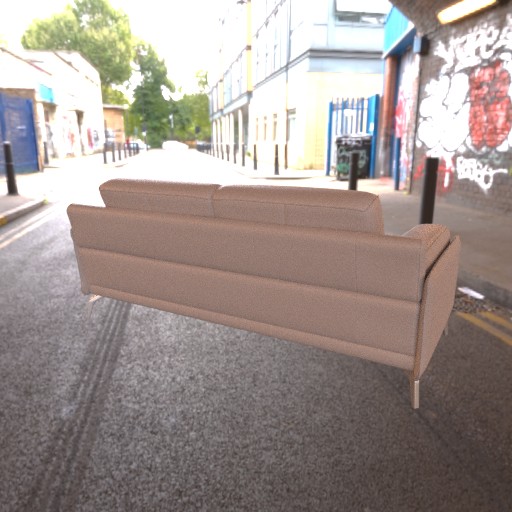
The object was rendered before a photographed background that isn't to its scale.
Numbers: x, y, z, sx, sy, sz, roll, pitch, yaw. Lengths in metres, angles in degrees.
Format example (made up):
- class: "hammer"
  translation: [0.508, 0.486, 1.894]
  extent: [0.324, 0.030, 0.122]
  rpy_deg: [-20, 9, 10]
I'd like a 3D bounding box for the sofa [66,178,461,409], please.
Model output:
- class: "sofa"
  translation: [0.000, 0.000, 2.584]
  extent: [2.101, 0.930, 1.049]
  rpy_deg: [8, 17, 28]
